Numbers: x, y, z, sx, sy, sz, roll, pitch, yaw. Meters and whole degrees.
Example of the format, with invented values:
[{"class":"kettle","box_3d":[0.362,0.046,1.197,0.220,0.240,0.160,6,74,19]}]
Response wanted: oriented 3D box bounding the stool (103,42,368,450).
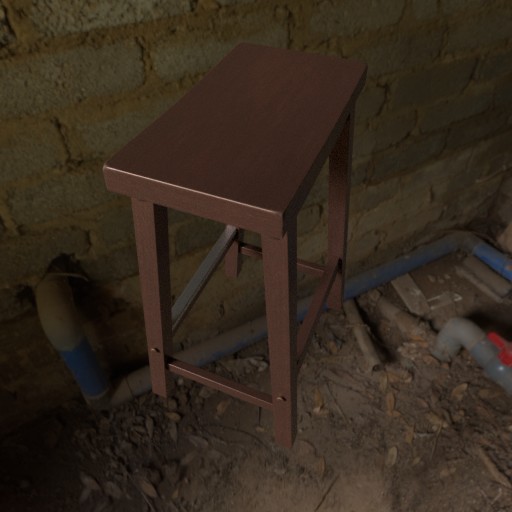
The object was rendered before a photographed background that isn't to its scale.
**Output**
[{"class":"stool","box_3d":[0.000,0.000,0.840,0.322,0.610,0.406,17,49,15]}]
